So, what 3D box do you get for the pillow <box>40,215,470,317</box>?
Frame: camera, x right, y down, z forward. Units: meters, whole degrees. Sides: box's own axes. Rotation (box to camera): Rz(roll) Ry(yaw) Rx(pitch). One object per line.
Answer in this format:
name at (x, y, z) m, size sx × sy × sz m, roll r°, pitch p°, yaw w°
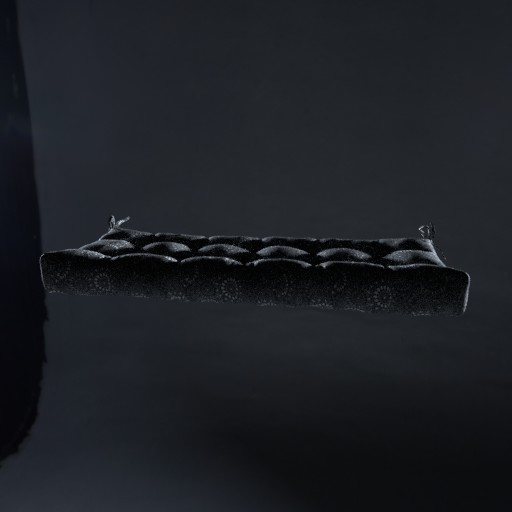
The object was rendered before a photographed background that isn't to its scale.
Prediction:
pillow at (0.000, 0.000, 1.367) m, size 1.194 × 0.174 × 0.511 m, roll 2°, pitch 15°, yaw 9°
